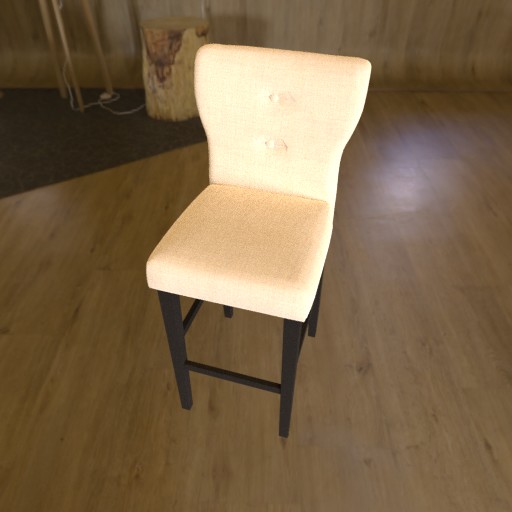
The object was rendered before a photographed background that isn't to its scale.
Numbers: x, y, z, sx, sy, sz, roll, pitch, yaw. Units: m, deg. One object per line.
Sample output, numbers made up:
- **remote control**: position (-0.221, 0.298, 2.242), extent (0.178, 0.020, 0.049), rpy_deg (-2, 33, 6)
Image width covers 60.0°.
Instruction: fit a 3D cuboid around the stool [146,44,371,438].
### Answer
- **stool**: position (0.000, 0.000, 1.442), extent (0.516, 1.124, 0.603), rpy_deg (11, 41, 13)
